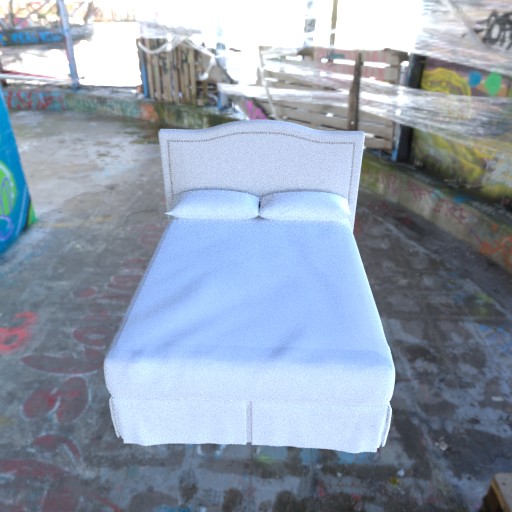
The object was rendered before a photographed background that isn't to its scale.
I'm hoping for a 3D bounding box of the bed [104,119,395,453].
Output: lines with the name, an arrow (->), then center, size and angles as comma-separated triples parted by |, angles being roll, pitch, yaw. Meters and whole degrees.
bed -> 0.000, 0.000, 3.222 | 1.753, 1.460, 2.143 | 1, 31, 2
